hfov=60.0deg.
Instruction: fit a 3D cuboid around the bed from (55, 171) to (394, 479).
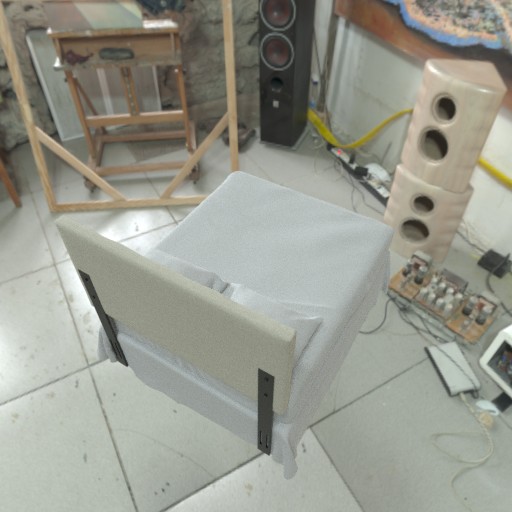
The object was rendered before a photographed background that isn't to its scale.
[{"bbox_3d":[0.000,0.000,3.540,1.936,1.577,2.222,24,51,21],"label":"bed"}]
